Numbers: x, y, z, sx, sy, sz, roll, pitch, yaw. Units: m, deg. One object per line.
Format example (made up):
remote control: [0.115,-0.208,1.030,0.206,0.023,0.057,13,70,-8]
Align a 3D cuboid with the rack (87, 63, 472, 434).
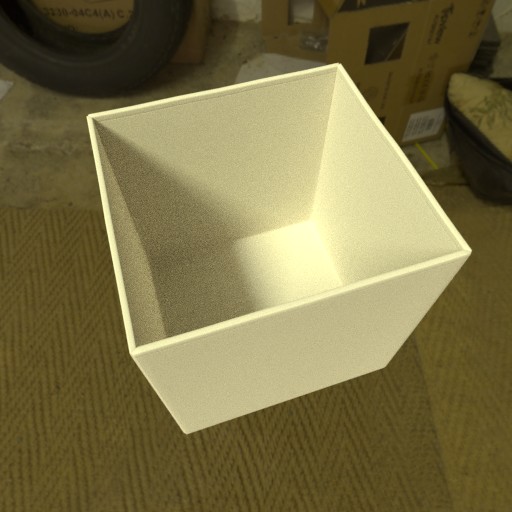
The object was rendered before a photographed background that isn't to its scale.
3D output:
rack: [0.000,0.000,0.503,0.270,0.280,0.270,-15,59,-10]
